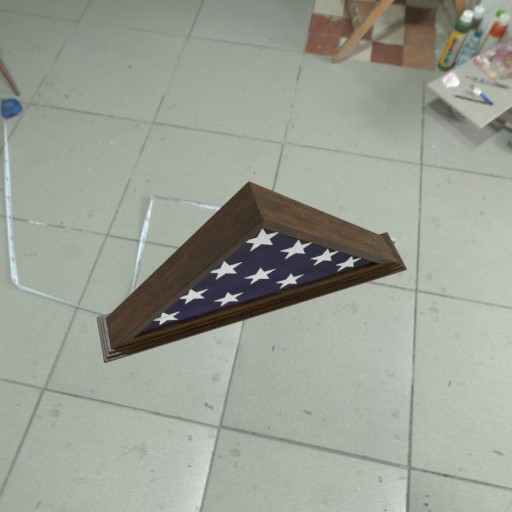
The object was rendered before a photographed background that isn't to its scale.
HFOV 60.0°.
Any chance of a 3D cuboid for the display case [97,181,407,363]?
[{"bbox_3d":[0.000,0.000,0.765,0.640,0.340,0.095,-16,64,-8],"label":"display case"}]
